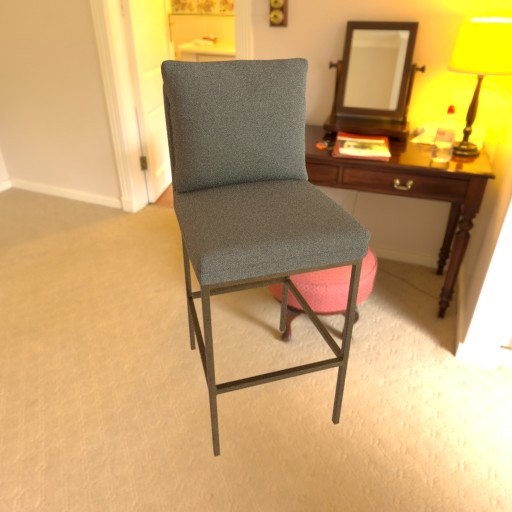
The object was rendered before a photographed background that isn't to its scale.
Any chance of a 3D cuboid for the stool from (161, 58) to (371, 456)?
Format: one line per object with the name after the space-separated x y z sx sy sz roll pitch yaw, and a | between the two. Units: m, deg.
0.000 0.000 1.420 0.463 1.132 0.569 -9 32 -14 | stool
